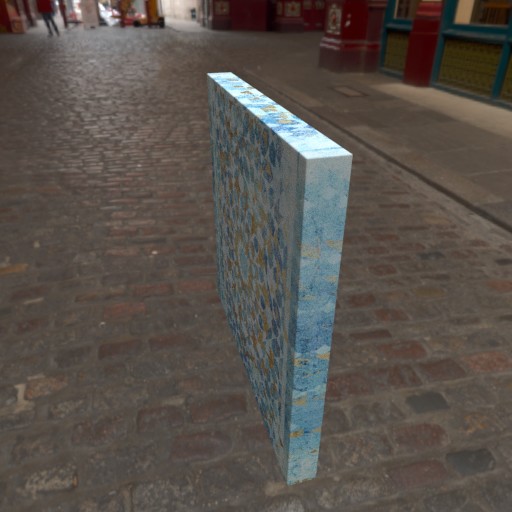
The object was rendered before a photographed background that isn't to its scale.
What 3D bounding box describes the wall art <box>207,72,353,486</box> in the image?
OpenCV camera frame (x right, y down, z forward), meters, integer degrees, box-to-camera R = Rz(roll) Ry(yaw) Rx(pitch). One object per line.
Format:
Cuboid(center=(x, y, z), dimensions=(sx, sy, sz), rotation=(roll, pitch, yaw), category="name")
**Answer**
Cuboid(center=(0.000, 0.000, 0.599), dimensions=(0.037, 0.405, 0.405), rotation=(-8, 32, -13), category="wall art")
